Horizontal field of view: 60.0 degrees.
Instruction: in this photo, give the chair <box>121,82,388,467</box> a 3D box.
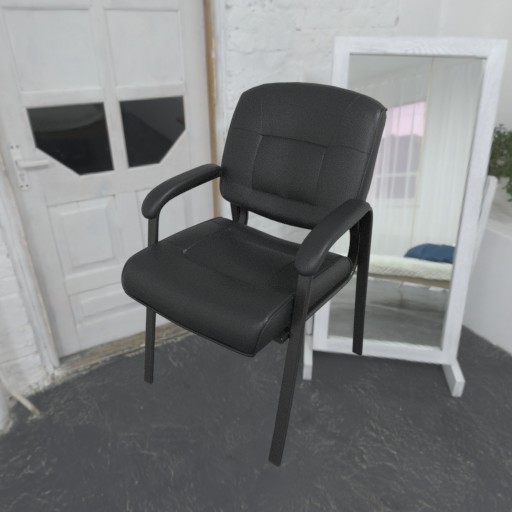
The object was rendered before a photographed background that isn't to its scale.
[{"bbox_3d":[0.000,0.000,1.331,0.591,0.910,0.668,20,35,31],"label":"chair"}]
